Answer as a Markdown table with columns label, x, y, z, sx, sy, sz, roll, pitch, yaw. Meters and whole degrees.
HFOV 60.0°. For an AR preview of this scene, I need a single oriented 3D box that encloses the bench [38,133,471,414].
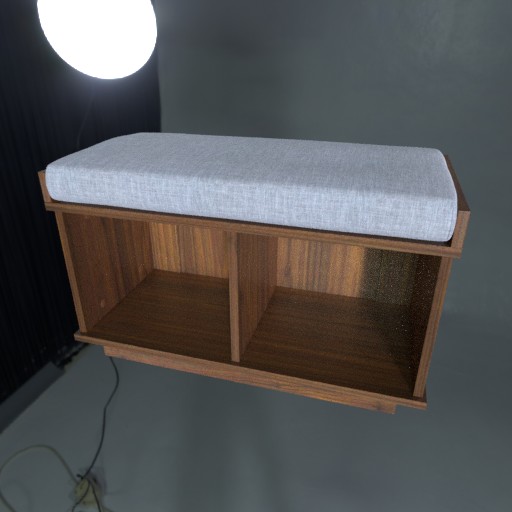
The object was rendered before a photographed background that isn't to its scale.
| label | x | y | z | sx | sy | sz | roll | pitch | yaw |
| --- | --- | --- | --- | --- | --- | --- | --- | --- | --- |
| bench | 0.000 | 0.000 | 0.956 | 0.734 | 0.461 | 0.362 | 7 | 27 | 14 |
